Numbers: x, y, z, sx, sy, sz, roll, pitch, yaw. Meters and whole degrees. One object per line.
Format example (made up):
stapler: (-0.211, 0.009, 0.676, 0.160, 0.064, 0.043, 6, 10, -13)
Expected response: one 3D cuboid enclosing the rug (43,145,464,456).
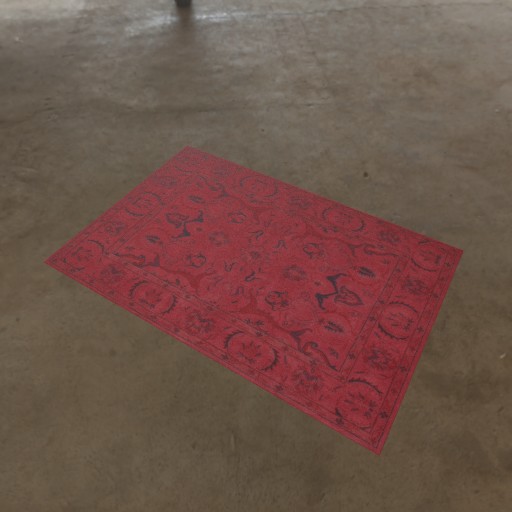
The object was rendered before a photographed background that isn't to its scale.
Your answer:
rug: (0.000, 0.000, 2.295, 1.814, 0.008, 1.209, 25, 53, 20)
